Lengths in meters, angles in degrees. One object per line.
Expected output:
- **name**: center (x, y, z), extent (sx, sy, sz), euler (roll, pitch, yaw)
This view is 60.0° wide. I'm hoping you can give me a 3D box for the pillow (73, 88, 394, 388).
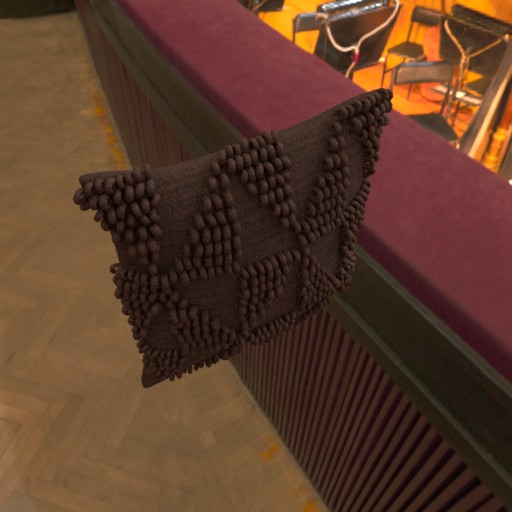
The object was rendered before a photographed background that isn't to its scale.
- **pillow**: center (0.000, 0.000, 0.724), extent (0.470, 0.467, 0.172), euler (-23, 50, -21)
